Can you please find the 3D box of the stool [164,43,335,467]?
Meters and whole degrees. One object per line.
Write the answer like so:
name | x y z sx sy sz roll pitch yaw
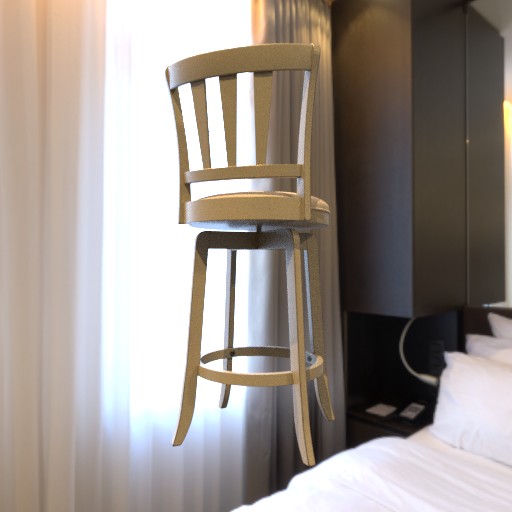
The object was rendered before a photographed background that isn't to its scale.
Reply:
stool | 0.000 0.000 1.296 0.436 1.042 0.475 0 -1 19
